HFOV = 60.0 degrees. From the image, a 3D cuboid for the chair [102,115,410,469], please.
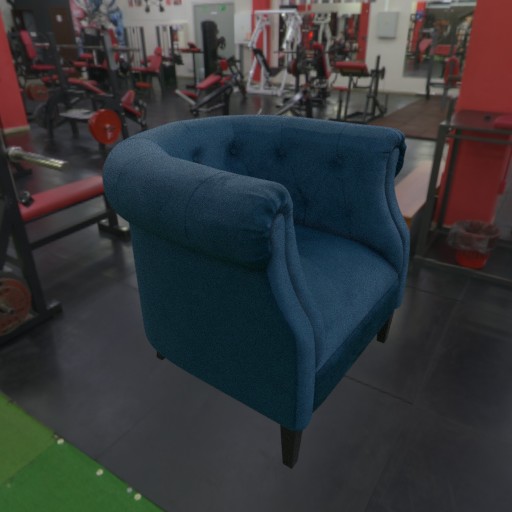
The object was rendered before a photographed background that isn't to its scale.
[{"bbox_3d":[0.000,0.000,1.530,0.851,0.826,0.904,19,33,31],"label":"chair"}]
